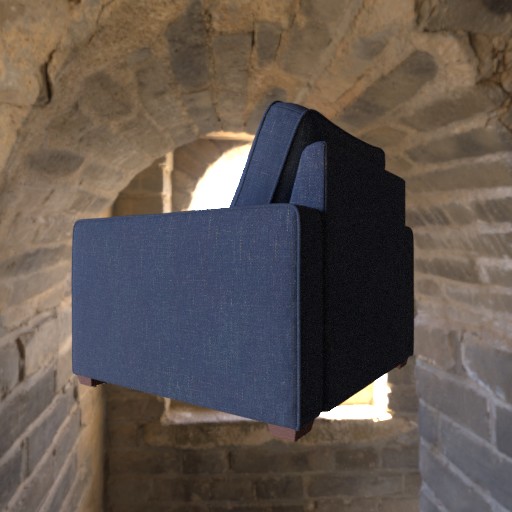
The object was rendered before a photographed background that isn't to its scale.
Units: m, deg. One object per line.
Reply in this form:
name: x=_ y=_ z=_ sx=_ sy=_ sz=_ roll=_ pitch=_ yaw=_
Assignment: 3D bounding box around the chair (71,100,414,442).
chair: x=0.000 y=0.000 z=1.713 sx=0.940 sy=0.919 sz=1.017 roll=0 pitch=0 yaw=35
